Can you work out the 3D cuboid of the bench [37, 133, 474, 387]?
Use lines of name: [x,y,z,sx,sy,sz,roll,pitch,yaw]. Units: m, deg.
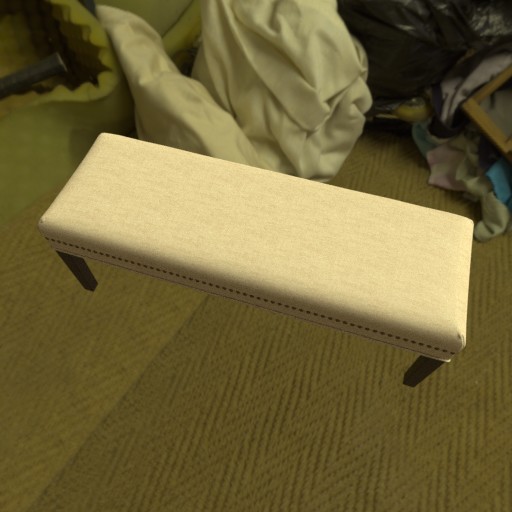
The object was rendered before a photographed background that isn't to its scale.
bench: [0.000,0.000,1.441,1.219,0.457,0.410,15,59,9]
